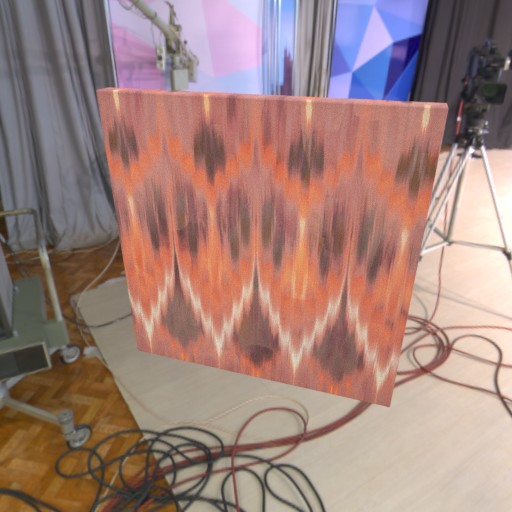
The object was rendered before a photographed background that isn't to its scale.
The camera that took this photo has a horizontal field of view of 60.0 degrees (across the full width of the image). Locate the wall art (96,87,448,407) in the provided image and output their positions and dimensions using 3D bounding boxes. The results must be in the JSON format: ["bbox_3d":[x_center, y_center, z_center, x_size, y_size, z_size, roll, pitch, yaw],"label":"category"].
[{"bbox_3d":[0.000,0.000,0.887,0.603,0.609,0.037,9,29,16],"label":"wall art"}]
